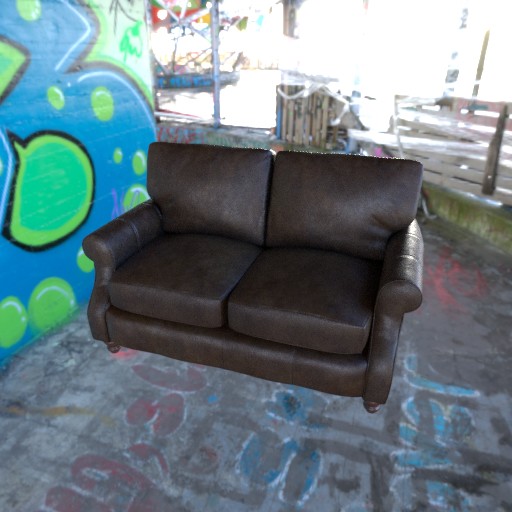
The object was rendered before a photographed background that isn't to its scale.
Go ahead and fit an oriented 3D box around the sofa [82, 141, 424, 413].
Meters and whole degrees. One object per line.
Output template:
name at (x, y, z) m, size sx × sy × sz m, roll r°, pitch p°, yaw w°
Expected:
sofa at (0.000, 0.000, 2.286) m, size 1.616 × 0.976 × 0.990 m, roll 8°, pitch 27°, yaw 17°
